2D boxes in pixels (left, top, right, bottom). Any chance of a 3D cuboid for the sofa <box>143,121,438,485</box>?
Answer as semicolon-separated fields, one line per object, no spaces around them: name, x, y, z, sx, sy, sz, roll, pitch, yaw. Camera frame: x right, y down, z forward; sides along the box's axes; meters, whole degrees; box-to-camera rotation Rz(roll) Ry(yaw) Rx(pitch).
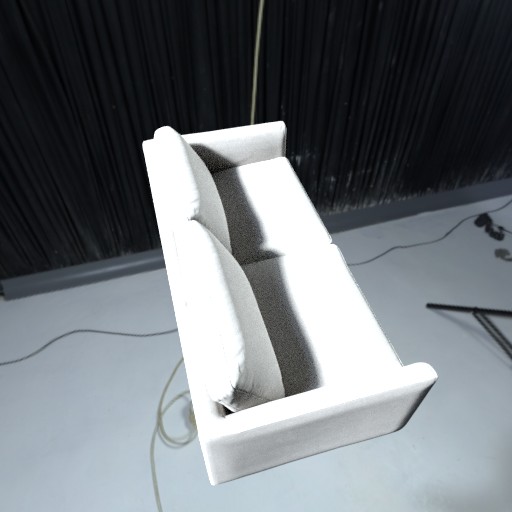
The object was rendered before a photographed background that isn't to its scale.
sofa;0.000;0.000;2.755;1.090;0.838;2.588;-12;48;-11
